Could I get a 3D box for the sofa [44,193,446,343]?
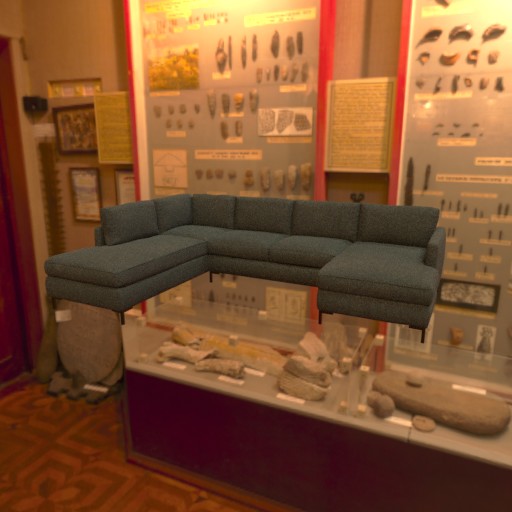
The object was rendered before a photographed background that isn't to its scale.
[{"bbox_3d":[0.000,0.000,3.859,2.956,0.813,2.007,7,16,26],"label":"sofa"}]
